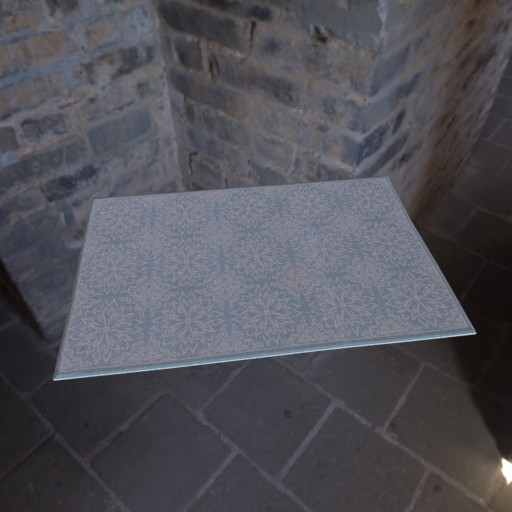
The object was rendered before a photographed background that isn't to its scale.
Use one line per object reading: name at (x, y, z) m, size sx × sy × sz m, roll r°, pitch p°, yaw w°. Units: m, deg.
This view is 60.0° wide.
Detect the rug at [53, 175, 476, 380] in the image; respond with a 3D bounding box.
rug at (0.000, 0.000, 3.476) m, size 2.746 × 0.018 × 1.819 m, roll -5°, pitch 46°, yaw -5°
